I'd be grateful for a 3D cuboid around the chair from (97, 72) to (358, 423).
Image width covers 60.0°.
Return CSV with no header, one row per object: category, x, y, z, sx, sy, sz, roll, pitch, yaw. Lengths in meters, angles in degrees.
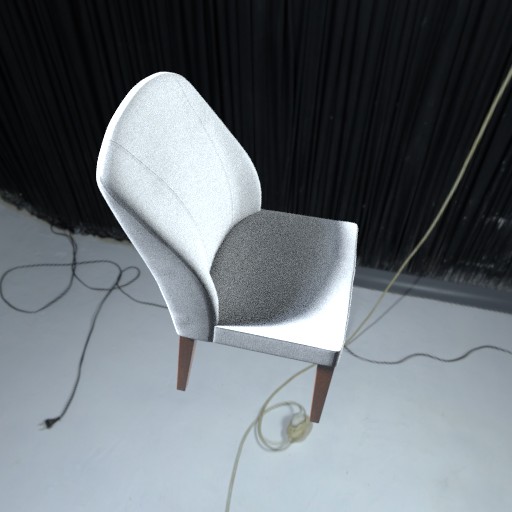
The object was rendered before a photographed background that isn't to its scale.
chair,0.000,0.000,1.211,0.540,0.893,0.472,10,46,10
